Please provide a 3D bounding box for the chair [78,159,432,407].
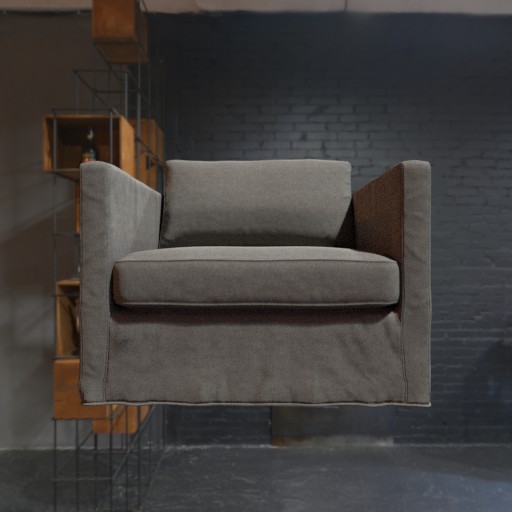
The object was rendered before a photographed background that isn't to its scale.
[{"bbox_3d":[0.000,0.000,1.731,1.057,0.863,0.949,0,0,1],"label":"chair"}]
